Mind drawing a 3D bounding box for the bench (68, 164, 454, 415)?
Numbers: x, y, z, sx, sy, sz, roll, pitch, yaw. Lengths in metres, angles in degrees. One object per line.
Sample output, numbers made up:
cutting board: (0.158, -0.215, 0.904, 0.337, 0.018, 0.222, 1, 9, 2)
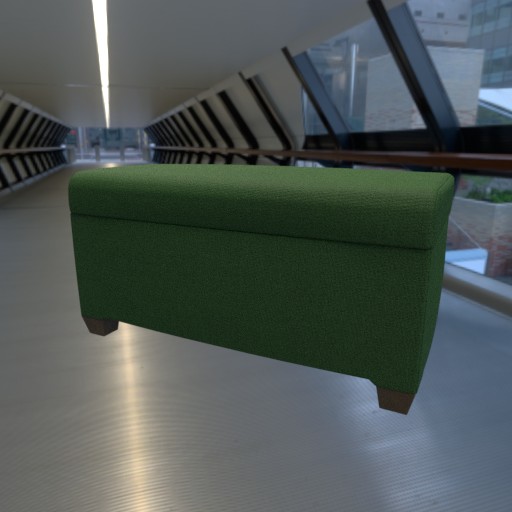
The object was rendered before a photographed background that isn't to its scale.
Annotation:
bench: (0.000, 0.000, 1.273, 0.989, 0.501, 0.505, 7, 17, 26)
